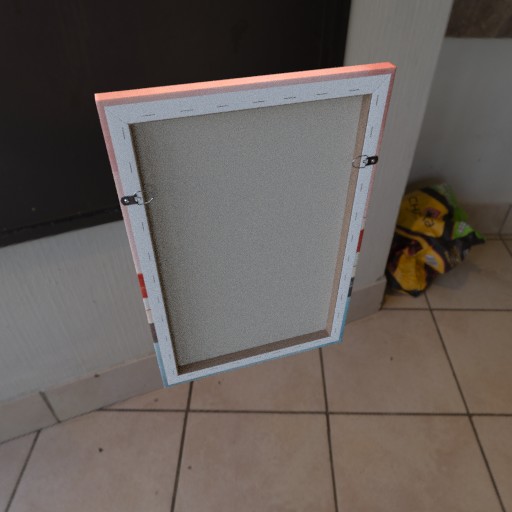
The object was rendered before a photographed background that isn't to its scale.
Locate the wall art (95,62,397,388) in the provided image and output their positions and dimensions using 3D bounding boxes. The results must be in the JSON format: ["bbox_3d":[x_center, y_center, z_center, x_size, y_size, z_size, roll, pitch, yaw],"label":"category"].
[{"bbox_3d":[0.000,0.000,1.169,0.610,0.914,0.038,-12,42,-13],"label":"wall art"}]
